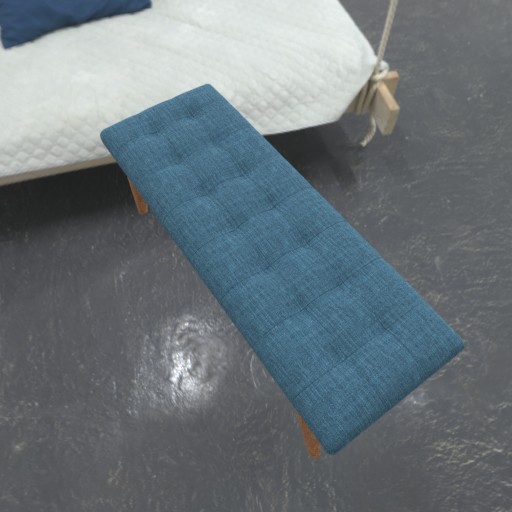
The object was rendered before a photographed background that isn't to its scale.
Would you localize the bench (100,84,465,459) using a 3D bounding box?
[{"bbox_3d":[0.000,0.000,1.336,0.406,0.432,1.118,-31,64,-17],"label":"bench"}]
